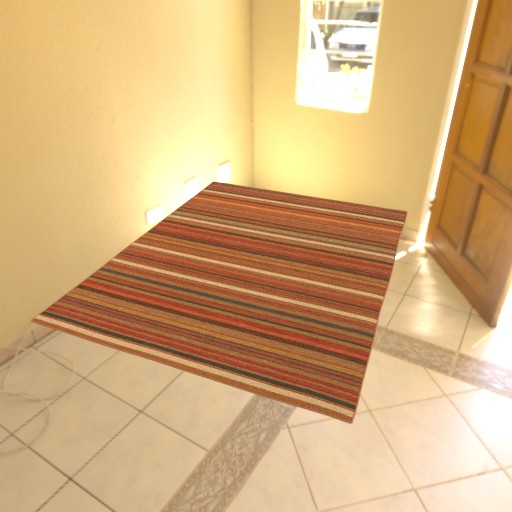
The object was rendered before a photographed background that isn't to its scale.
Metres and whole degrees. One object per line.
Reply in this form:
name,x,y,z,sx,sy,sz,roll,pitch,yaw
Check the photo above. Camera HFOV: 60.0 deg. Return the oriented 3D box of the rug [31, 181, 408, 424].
rug,0.000,0.000,4.195,2.479,0.023,3.092,12,33,19
